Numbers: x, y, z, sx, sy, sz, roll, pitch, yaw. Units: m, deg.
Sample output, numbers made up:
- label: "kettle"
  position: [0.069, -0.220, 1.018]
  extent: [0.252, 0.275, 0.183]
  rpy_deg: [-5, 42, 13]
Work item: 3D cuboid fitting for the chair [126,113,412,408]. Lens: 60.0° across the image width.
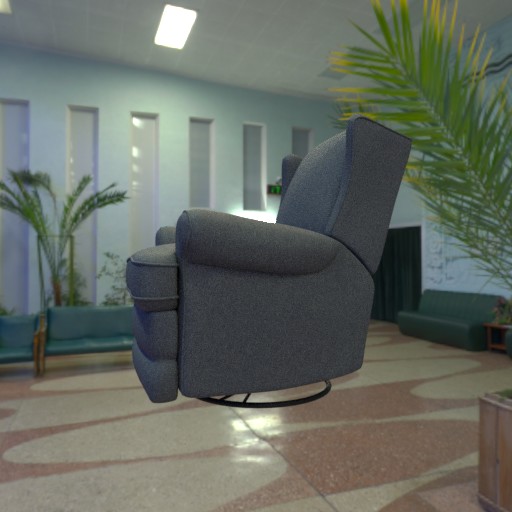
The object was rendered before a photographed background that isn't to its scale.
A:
- label: "chair"
  position: [0.000, 0.000, 1.743]
  extent: [0.969, 1.011, 0.847]
  rpy_deg: [0, -1, -18]
